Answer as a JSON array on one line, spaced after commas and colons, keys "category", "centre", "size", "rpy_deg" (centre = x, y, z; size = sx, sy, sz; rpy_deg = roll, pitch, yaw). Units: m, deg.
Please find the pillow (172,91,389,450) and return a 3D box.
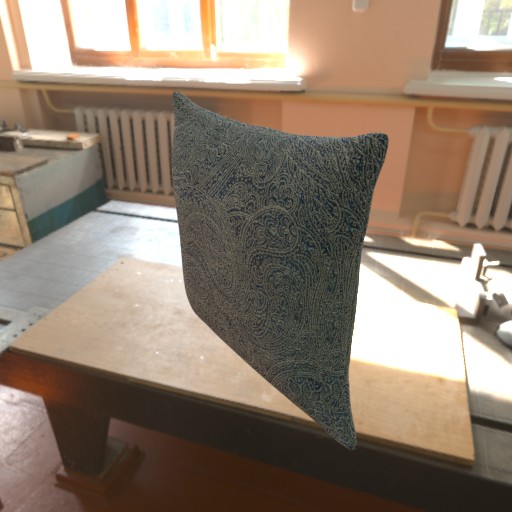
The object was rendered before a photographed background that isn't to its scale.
[{"category": "pillow", "centre": [0.000, 0.000, 0.790], "size": [0.166, 0.510, 0.523], "rpy_deg": [-18, 32, -32]}]
